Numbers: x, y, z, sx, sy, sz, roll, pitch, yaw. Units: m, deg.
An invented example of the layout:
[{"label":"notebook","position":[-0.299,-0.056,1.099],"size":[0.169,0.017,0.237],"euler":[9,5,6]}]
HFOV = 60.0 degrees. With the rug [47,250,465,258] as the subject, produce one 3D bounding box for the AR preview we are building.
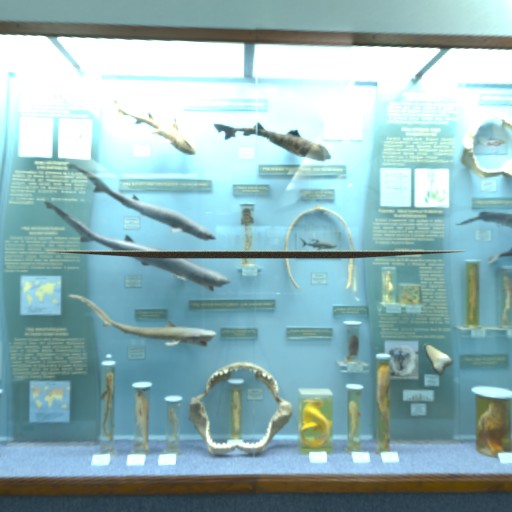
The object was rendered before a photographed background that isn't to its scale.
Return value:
[{"label":"rug","position":[0.000,0.000,4.075],"size":[2.421,0.008,3.045],"euler":[0,-1,0]}]
